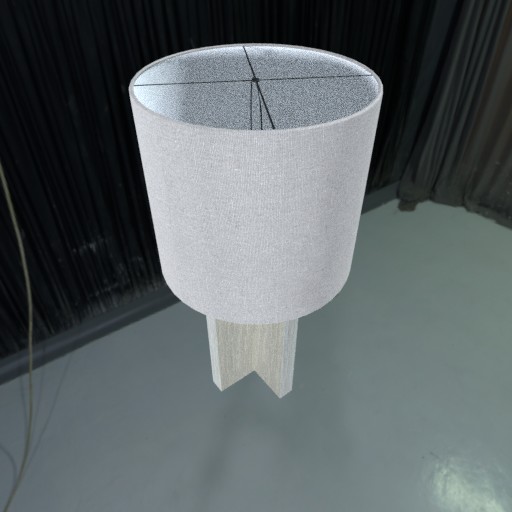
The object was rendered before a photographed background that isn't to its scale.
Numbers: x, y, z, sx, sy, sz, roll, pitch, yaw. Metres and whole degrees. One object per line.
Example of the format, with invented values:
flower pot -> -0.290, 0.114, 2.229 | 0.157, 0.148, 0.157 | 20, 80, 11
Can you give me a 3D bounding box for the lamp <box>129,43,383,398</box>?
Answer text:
lamp -> 0.000, 0.000, 0.545 | 0.229, 0.428, 0.229 | -26, 47, -28
